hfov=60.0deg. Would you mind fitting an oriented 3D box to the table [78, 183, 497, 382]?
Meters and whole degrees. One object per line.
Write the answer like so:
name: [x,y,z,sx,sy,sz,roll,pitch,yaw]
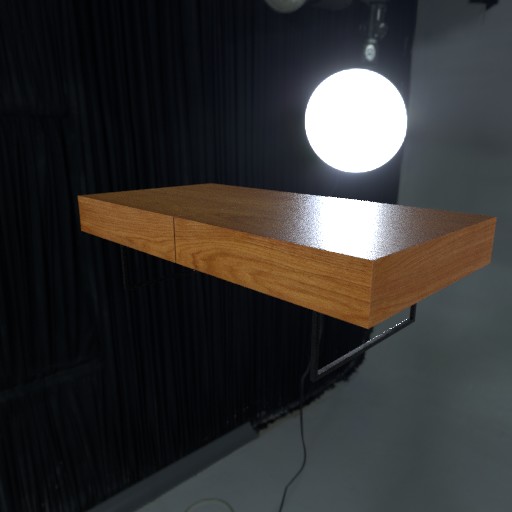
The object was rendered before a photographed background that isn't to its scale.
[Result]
table: [0.000,0.000,1.418,0.610,0.330,1.194,-14,21,-43]
